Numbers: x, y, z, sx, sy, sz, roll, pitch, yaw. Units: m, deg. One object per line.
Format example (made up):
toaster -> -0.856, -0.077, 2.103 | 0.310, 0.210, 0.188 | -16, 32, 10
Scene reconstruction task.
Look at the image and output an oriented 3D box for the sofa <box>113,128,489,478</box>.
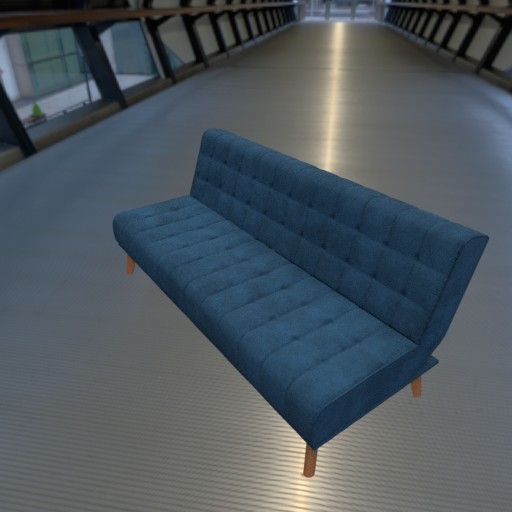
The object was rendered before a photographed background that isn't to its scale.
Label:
sofa -> 0.000, 0.000, 2.254 | 0.855, 0.813, 1.804 | -21, 36, -30
